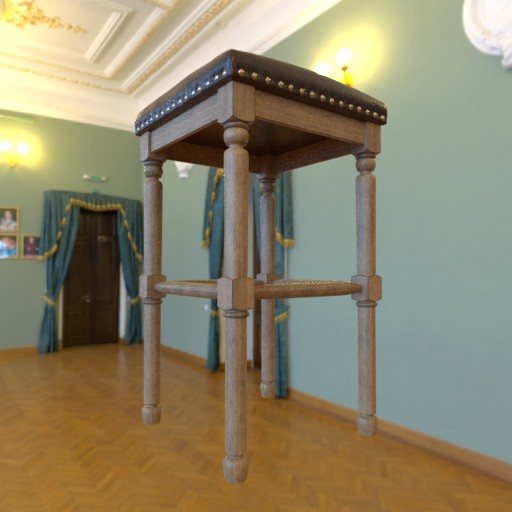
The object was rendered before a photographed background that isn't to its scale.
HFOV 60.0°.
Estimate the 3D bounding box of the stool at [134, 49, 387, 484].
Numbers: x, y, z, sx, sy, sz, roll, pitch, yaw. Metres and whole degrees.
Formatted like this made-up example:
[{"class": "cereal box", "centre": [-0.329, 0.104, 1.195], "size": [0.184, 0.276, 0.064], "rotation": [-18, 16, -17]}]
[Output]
[{"class": "stool", "centre": [0.000, 0.000, 0.916], "size": [0.383, 0.702, 0.382], "rotation": [1, -2, -37]}]
